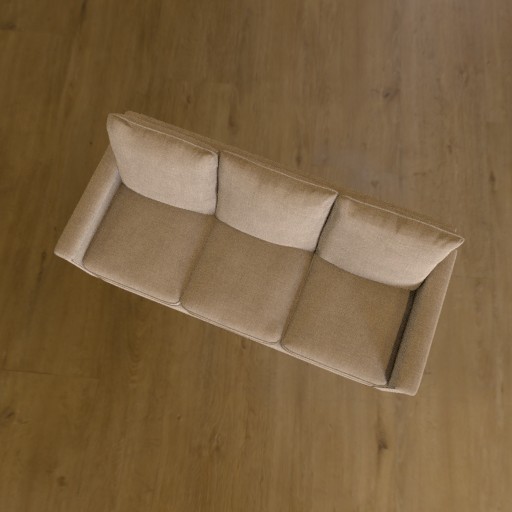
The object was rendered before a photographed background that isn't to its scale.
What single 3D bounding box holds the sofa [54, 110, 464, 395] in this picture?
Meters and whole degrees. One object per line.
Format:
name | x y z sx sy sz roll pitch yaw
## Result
sofa | 0.000 0.000 2.394 1.925 0.959 0.828 21 76 5
